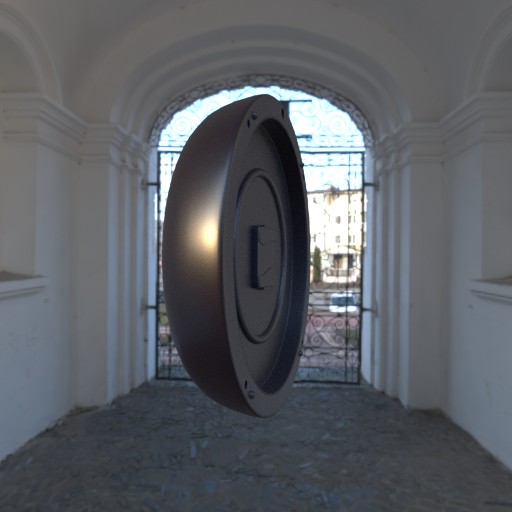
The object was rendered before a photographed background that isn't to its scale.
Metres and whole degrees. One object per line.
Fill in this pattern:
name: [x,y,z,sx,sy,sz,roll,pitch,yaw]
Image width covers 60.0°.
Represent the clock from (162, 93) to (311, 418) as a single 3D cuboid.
clock: [0.000,0.000,0.441,0.060,0.300,0.300,0,0,18]
